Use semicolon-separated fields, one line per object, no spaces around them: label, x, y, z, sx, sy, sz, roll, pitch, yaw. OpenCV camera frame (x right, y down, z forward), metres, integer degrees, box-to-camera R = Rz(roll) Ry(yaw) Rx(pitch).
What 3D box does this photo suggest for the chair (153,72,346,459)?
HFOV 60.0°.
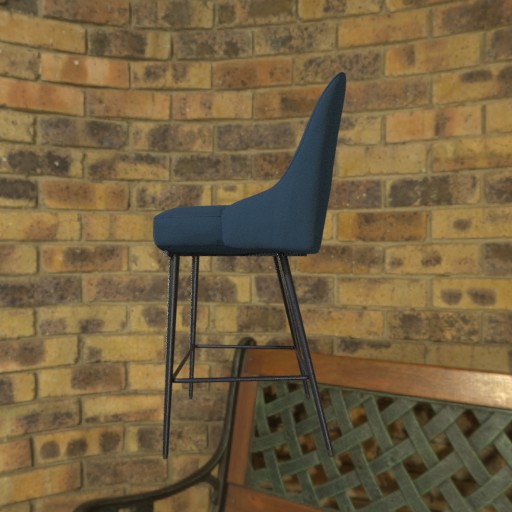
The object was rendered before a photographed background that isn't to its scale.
chair;0.000;0.000;1.235;0.489;0.927;0.526;0;0;-1
